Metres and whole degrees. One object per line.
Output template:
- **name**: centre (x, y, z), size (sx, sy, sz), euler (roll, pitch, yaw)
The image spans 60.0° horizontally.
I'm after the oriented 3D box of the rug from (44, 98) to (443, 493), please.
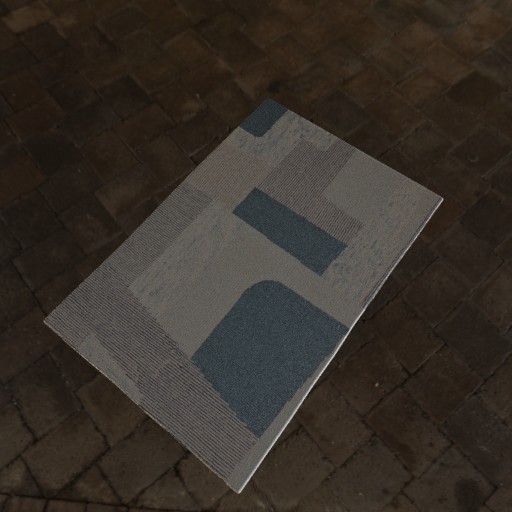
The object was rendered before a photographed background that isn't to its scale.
- **rug**: centre (0.000, 0.000, 2.337), size (1.238, 0.020, 1.847), euler (35, 69, 15)
